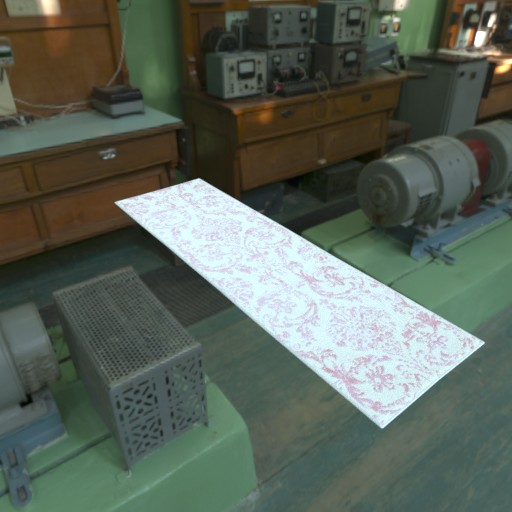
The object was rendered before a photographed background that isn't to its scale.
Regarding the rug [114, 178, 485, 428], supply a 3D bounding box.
[{"bbox_3d":[0.000,0.000,2.371,0.662,0.011,2.196,-23,39,-31],"label":"rug"}]
